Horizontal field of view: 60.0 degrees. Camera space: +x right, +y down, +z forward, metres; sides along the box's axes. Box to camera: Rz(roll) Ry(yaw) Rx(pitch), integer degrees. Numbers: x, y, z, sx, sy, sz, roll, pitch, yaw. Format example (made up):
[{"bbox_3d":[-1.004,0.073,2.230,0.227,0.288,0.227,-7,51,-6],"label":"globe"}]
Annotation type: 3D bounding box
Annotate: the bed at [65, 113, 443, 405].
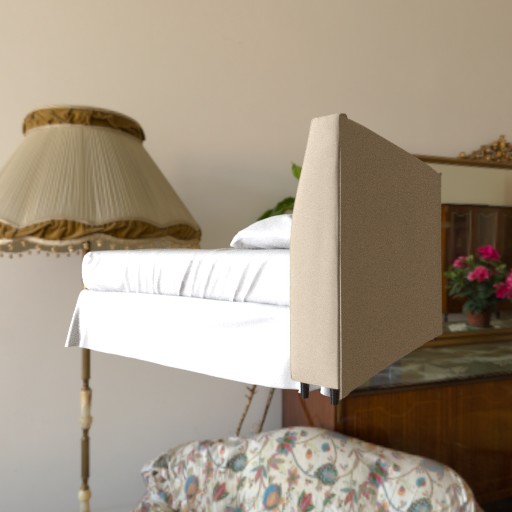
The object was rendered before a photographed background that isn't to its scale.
[{"bbox_3d":[0.000,0.000,3.371,2.276,1.332,1.925,0,1,35],"label":"bed"}]
